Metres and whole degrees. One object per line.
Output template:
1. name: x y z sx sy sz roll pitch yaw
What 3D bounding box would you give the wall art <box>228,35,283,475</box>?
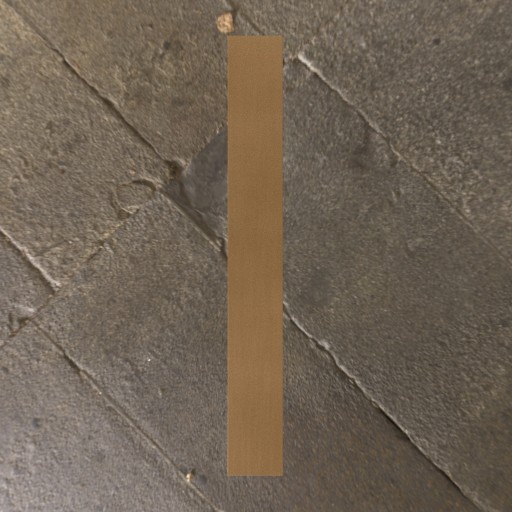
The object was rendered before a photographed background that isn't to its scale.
1. wall art: 0.000 0.000 0.458 0.038 0.303 0.305 0 90 0
